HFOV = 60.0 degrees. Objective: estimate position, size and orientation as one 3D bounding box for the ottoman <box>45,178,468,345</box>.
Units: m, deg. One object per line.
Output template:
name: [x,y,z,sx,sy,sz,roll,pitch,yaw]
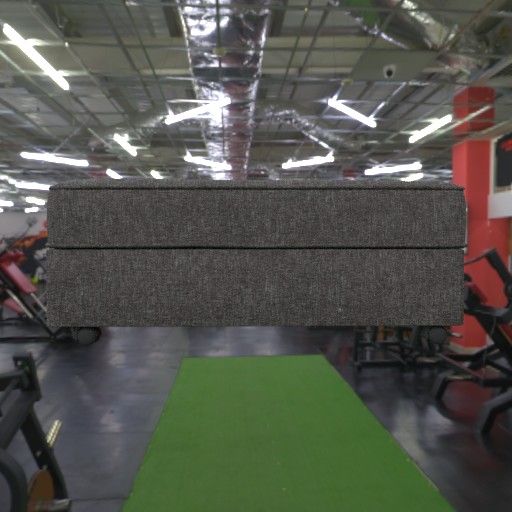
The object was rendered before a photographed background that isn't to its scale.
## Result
ottoman: [0.000,0.000,1.560,1.184,0.487,0.717,0,1,-1]
